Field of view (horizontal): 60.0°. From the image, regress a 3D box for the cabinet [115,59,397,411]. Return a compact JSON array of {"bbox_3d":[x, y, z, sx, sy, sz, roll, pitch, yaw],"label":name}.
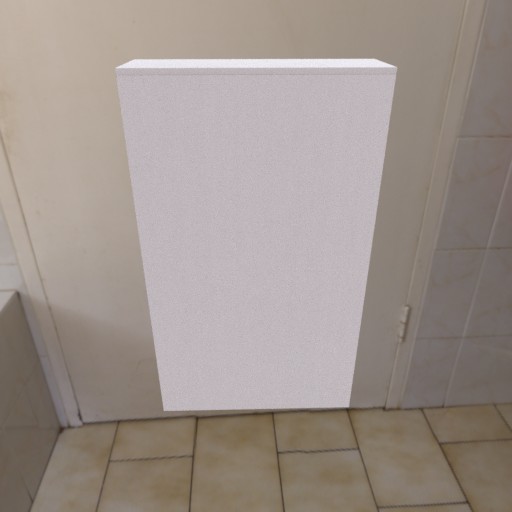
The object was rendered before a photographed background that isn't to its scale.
[{"bbox_3d":[0.000,0.000,1.595,0.750,1.280,0.250,-1,29,-1],"label":"cabinet"}]
